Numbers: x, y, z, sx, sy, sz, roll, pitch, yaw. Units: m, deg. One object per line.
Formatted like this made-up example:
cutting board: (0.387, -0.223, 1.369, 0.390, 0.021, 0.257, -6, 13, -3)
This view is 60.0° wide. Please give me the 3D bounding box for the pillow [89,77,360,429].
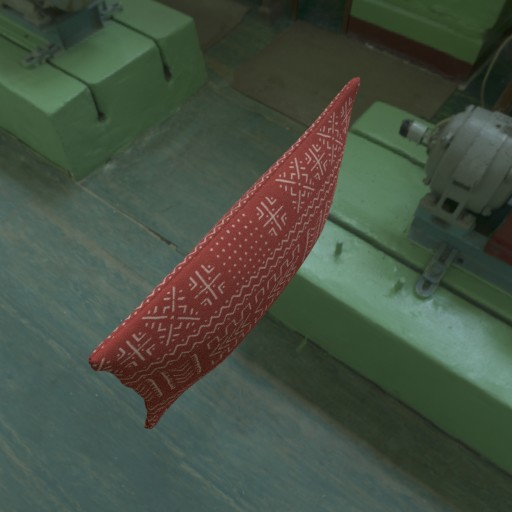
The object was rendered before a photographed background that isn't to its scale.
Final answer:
pillow: (0.000, 0.000, 0.777, 0.130, 0.352, 0.640, 31, 63, 18)
